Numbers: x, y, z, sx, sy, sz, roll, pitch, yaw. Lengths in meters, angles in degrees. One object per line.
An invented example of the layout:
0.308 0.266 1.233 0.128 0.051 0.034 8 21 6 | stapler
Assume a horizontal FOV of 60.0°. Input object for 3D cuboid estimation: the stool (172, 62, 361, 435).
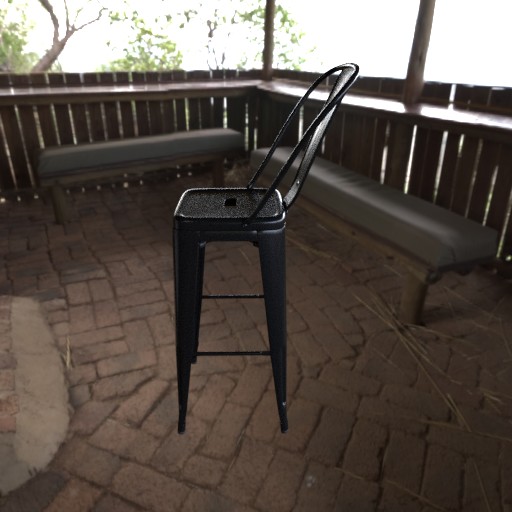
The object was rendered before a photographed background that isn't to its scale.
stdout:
0.000 0.000 1.369 0.513 1.096 0.399 0 25 -1 | stool
